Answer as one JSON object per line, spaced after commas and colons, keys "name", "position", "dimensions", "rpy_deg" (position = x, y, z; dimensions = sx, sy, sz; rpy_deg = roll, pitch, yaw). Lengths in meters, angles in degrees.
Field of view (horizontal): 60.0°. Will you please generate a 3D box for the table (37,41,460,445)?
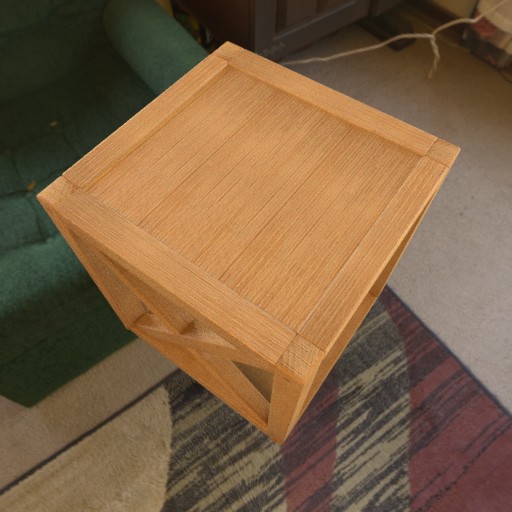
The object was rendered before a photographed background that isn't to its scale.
{"name": "table", "position": [0.000, 0.000, 1.065], "dimensions": [0.559, 0.610, 0.558], "rpy_deg": [32, 65, 17]}
